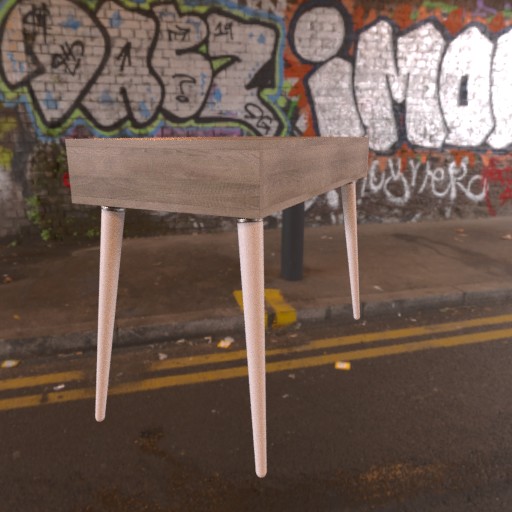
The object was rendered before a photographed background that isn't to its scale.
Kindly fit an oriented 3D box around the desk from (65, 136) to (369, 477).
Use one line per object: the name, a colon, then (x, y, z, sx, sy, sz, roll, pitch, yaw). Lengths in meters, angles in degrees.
desk: (0.000, 0.000, 1.401, 0.491, 0.723, 0.979, 7, 17, 24)
